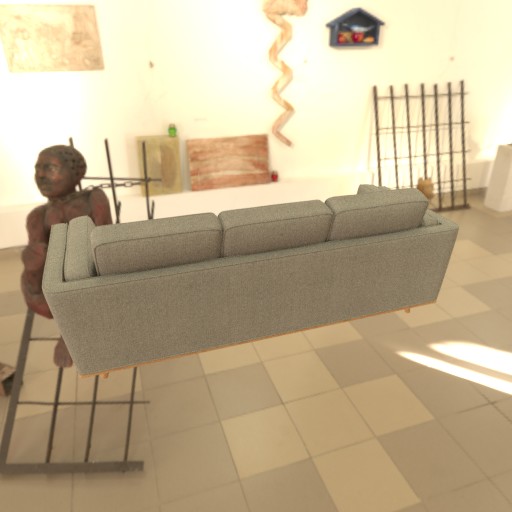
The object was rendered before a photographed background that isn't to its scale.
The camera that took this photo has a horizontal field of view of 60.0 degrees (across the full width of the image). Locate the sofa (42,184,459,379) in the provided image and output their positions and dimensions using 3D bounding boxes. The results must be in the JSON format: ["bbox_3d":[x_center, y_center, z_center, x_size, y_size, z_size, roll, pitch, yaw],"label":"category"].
[{"bbox_3d":[0.000,0.000,2.805,2.362,0.899,0.903,-9,28,-17],"label":"sofa"}]
